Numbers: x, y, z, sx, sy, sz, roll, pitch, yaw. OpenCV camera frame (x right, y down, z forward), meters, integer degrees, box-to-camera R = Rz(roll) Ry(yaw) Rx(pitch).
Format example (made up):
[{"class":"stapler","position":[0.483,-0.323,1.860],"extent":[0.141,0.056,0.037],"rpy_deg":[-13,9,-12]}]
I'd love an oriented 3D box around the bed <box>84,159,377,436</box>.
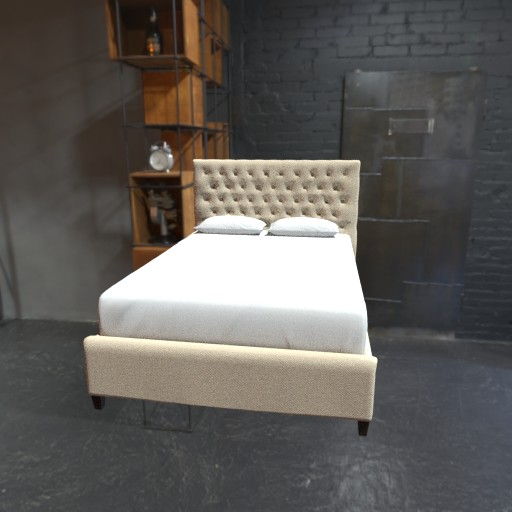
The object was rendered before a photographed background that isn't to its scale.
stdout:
[{"class":"bed","position":[0.000,0.000,3.525],"extent":[1.698,1.427,2.387],"rpy_deg":[2,14,9]}]
